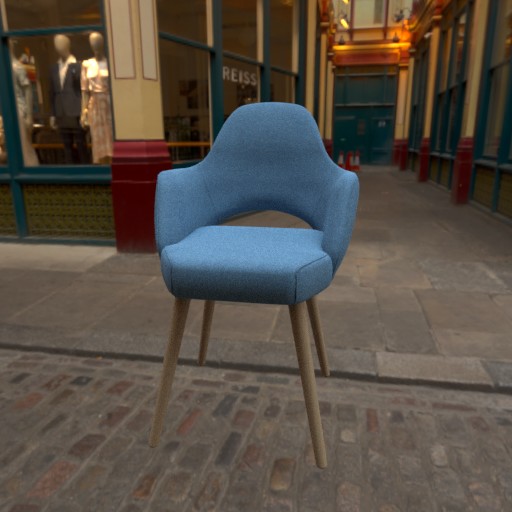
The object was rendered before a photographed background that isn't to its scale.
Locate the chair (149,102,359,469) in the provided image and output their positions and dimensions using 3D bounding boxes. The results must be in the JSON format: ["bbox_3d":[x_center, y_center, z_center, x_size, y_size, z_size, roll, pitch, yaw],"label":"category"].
[{"bbox_3d":[0.000,0.000,1.346,0.589,0.920,0.666,3,16,10],"label":"chair"}]
